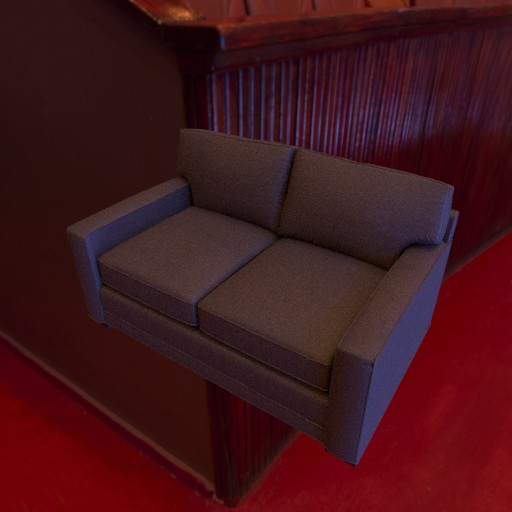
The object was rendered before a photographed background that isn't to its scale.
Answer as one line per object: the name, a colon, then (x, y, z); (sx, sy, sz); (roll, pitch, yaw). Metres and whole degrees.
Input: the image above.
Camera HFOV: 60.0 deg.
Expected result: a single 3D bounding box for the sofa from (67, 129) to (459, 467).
sofa: (0.000, 0.000, 2.112); (1.534, 0.887, 0.974); (20, 37, 29)
